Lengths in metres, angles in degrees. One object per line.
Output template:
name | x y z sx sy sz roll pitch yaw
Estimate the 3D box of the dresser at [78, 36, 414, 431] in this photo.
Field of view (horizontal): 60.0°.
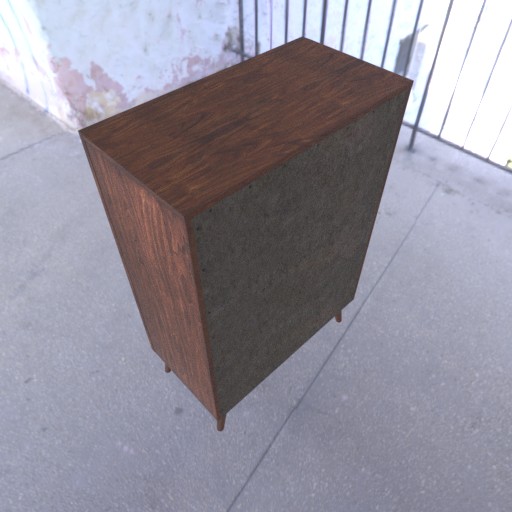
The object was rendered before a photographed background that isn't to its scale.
dresser | 0.000 0.000 1.828 0.919 1.365 0.498 -35 57 -28
